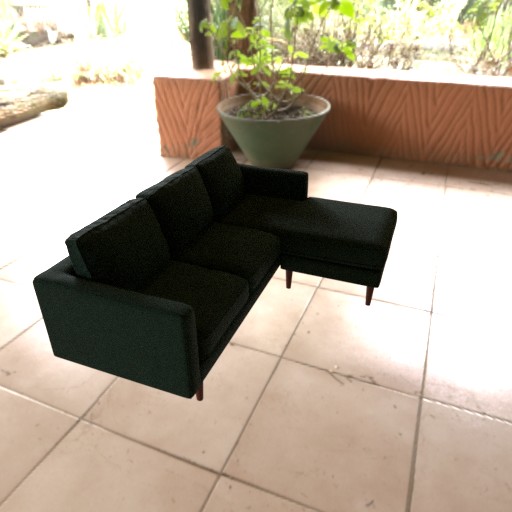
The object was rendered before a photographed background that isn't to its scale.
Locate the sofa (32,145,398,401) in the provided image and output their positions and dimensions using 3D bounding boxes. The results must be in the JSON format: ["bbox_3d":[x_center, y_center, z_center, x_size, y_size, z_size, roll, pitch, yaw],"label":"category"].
[{"bbox_3d":[0.000,0.000,2.855,1.580,0.899,2.030,11,32,18],"label":"sofa"}]
